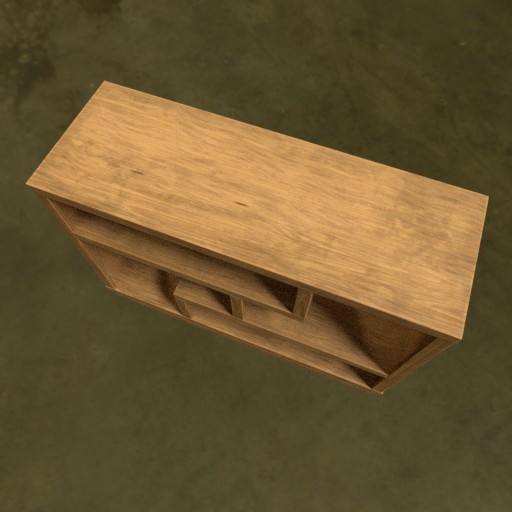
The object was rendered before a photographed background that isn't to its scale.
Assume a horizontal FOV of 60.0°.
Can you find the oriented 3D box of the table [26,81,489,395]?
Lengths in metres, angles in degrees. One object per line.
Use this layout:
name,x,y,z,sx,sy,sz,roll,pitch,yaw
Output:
table,0.000,0.000,1.508,1.151,0.771,0.410,19,65,9
